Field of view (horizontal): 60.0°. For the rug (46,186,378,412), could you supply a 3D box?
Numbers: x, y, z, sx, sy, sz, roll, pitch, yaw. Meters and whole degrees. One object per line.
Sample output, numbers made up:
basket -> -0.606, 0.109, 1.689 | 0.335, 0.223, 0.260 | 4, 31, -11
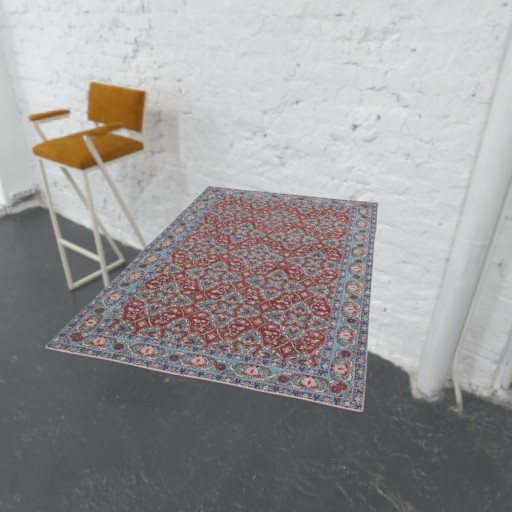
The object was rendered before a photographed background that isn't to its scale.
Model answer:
rug -> 0.000, 0.000, 2.356 | 1.219, 0.009, 1.829 | 8, 30, 13
